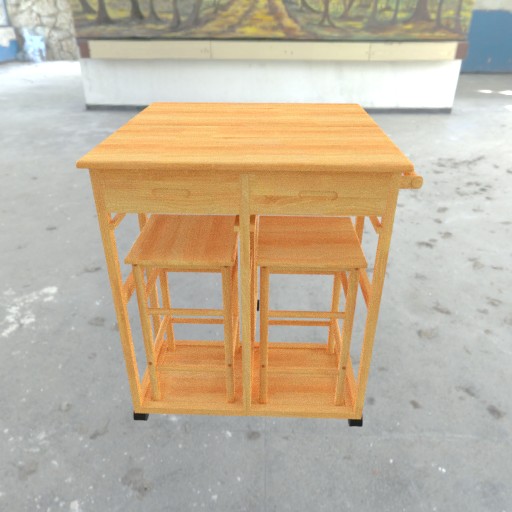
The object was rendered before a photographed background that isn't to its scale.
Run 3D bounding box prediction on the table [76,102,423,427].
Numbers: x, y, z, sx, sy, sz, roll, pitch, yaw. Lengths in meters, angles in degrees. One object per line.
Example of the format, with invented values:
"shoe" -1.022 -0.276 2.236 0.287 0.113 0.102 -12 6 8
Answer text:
"table" 0.000 0.000 1.436 0.752 0.832 0.693 1 29 2
